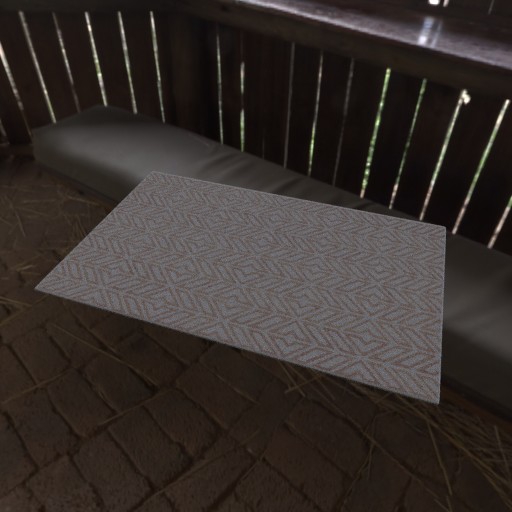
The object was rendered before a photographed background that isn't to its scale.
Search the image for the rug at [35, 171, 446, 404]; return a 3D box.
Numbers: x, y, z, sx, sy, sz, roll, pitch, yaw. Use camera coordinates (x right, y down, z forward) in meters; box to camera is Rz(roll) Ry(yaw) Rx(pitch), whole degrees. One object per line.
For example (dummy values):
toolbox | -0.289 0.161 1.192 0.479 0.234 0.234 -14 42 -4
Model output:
rug | 0.000 0.000 3.027 2.438 0.008 1.523 13 43 14
